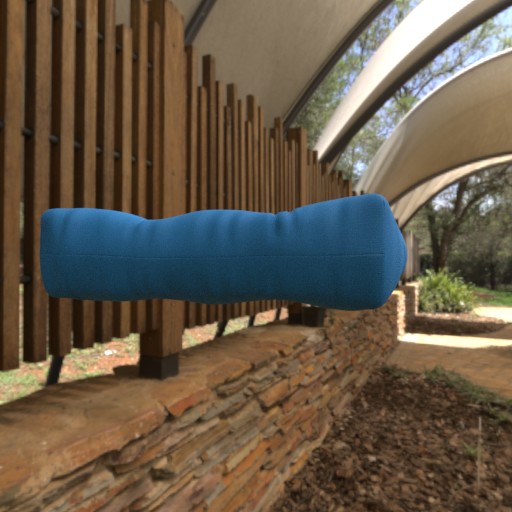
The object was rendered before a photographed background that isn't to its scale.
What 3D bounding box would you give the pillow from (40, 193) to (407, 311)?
[{"bbox_3d":[0.000,0.000,0.729,0.468,0.128,0.490,0,-1,19],"label":"pillow"}]
